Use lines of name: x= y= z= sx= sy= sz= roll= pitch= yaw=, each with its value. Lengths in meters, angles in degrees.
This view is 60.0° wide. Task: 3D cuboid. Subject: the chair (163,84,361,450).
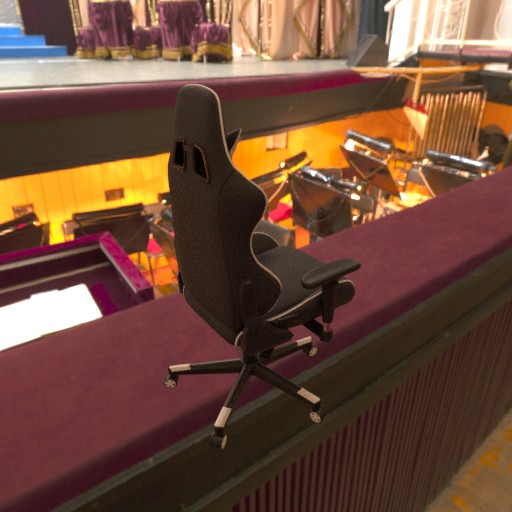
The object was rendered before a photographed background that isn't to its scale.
chair: x=0.000 y=0.000 z=1.676 sx=0.700 sy=1.240 sz=0.700 roll=-18 pitch=32 yaw=-31
